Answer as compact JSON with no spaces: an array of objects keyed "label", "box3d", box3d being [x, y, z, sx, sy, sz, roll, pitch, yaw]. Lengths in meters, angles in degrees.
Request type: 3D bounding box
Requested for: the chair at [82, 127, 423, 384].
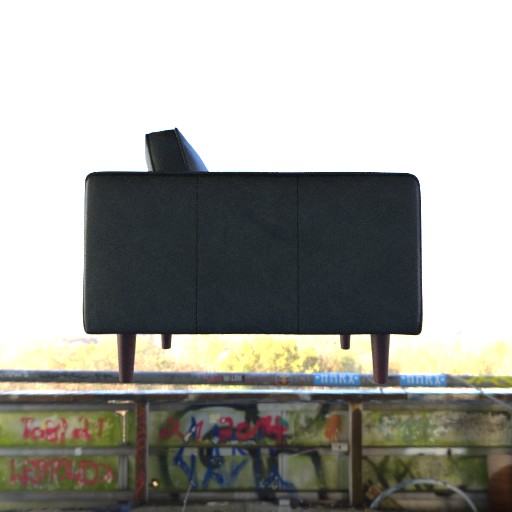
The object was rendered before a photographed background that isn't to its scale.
[{"label":"chair","box3d":[0.000,0.000,1.590,0.914,0.763,0.889,0,-2,1]}]
